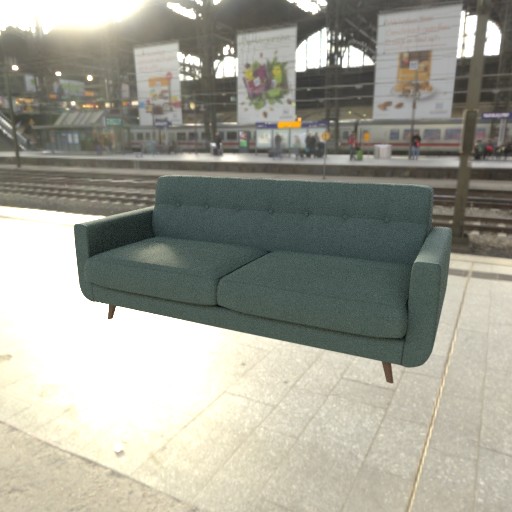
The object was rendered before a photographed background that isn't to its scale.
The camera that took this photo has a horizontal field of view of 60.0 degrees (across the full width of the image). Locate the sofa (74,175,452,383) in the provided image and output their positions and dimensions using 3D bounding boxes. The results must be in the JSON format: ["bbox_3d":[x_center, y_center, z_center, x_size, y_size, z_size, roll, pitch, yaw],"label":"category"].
[{"bbox_3d":[0.000,0.000,2.567,2.029,0.841,0.909,7,16,25],"label":"sofa"}]
